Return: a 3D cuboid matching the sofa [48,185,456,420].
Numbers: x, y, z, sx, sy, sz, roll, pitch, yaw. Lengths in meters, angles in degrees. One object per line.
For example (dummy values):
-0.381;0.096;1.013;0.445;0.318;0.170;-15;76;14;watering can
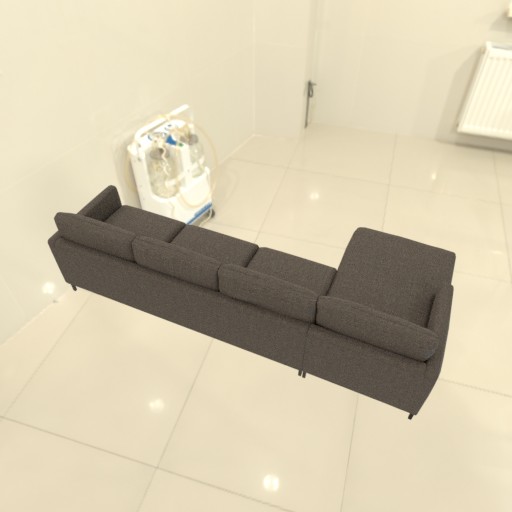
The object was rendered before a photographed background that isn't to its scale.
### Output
0.000;0.000;3.271;2.731;0.754;1.258;17;48;16;sofa
